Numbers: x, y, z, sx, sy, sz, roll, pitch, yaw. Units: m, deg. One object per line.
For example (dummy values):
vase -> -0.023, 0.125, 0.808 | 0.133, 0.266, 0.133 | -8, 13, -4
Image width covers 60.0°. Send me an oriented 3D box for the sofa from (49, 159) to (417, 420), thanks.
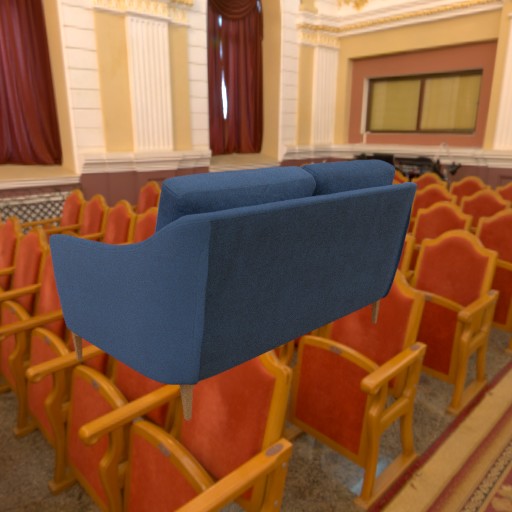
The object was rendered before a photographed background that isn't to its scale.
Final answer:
sofa -> 0.000, 0.000, 2.171 | 1.619, 0.902, 0.960 | -14, 21, -41
